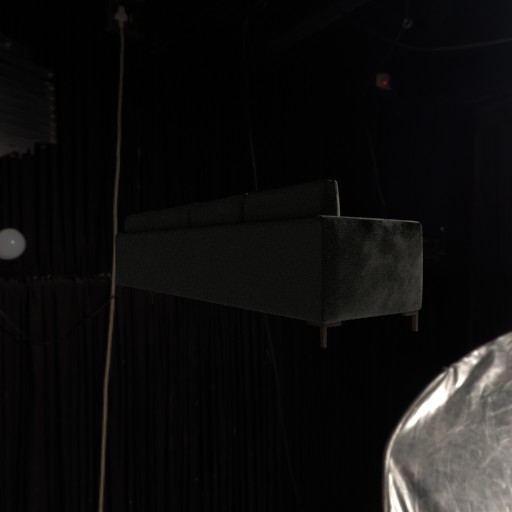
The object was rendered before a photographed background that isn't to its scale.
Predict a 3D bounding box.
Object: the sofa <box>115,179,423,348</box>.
[{"bbox_3d":[0.000,0.000,3.332,1.255,0.756,2.725,-1,1,-36],"label":"sofa"}]
